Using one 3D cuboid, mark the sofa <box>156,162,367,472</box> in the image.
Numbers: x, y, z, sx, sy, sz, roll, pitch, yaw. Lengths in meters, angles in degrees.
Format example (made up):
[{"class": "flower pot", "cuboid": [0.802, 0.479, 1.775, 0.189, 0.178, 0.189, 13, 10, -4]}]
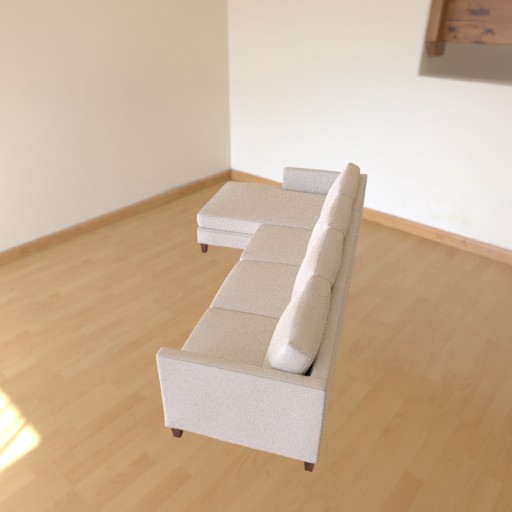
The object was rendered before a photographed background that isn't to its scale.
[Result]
[{"class": "sofa", "cuboid": [0.000, 0.000, 3.793, 1.625, 0.846, 3.186, 8, 32, 14]}]
